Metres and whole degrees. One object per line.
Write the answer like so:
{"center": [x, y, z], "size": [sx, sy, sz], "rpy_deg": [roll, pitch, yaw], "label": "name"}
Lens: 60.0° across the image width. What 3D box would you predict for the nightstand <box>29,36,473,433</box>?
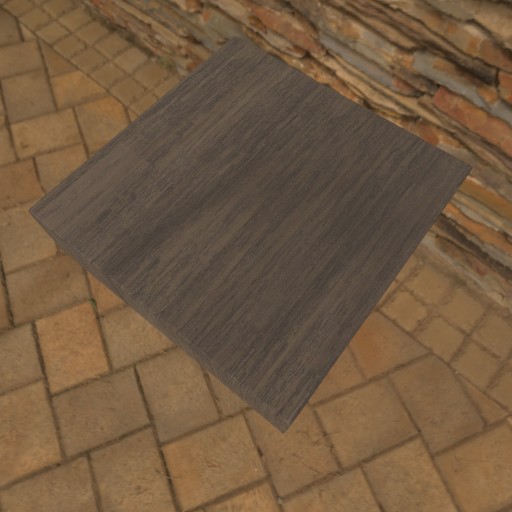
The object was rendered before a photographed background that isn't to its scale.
{"center": [0.000, 0.000, 0.922], "size": [0.503, 0.497, 0.502], "rpy_deg": [35, 69, 16], "label": "nightstand"}
